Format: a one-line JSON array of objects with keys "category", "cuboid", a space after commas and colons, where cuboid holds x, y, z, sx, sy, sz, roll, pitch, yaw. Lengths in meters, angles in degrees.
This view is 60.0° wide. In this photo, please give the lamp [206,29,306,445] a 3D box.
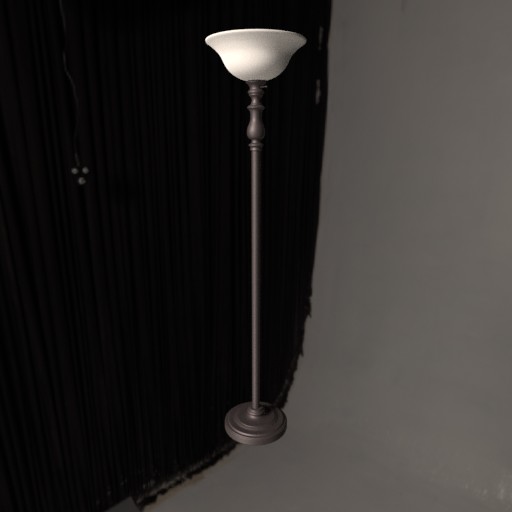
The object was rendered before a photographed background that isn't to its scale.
[{"category": "lamp", "cuboid": [0.000, 0.000, 2.020, 0.405, 1.797, 0.405, 14, 20, 42]}]
